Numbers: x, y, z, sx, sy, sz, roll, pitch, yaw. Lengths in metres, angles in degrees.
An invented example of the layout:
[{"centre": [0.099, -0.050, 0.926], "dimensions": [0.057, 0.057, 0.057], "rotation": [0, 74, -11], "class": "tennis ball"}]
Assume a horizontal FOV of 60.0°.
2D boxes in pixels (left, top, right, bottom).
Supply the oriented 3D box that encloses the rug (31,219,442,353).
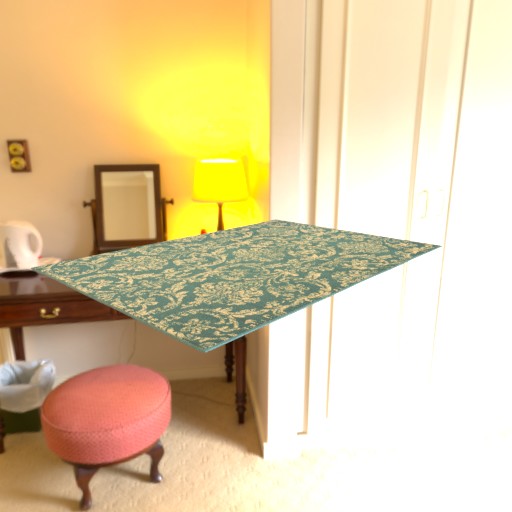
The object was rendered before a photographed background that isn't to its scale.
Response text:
[{"centre": [0.000, 0.000, 2.864], "dimensions": [1.554, 0.012, 2.205], "rotation": [13, 20, 41], "class": "rug"}]
